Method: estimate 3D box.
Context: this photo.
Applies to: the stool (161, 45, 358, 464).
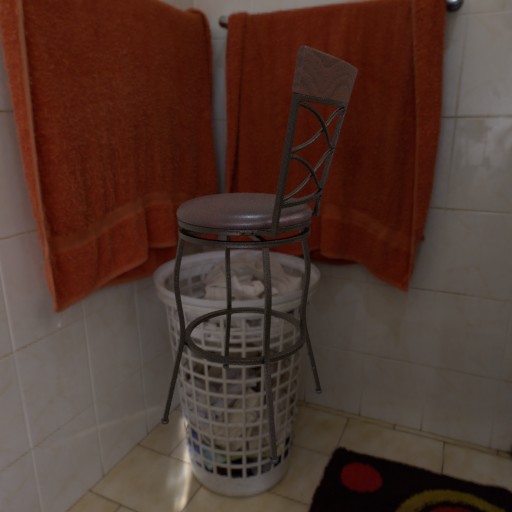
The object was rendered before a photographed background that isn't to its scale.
[{"bbox_3d":[0.000,0.000,1.415,0.513,1.130,0.448,8,18,26],"label":"stool"}]
